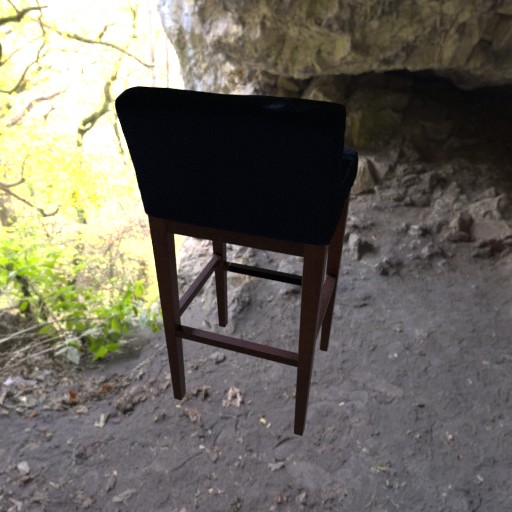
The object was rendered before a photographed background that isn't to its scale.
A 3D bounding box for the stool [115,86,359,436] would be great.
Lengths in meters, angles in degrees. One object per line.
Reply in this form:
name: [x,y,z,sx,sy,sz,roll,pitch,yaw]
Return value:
stool: [0.000,0.000,1.363,0.511,1.037,0.500,11,34,16]
